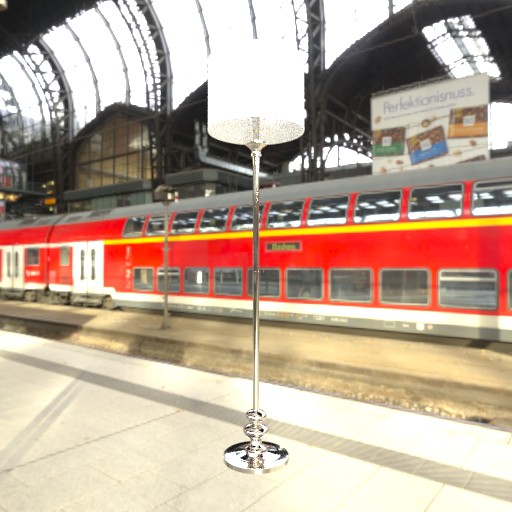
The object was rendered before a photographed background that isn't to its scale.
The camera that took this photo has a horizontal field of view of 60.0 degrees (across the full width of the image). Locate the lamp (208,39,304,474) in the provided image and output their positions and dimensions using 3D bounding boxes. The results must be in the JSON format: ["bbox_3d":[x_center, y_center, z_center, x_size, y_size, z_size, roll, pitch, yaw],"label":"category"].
[{"bbox_3d":[0.000,0.000,1.639,0.356,1.487,0.356,-1,-1,36],"label":"lamp"}]
